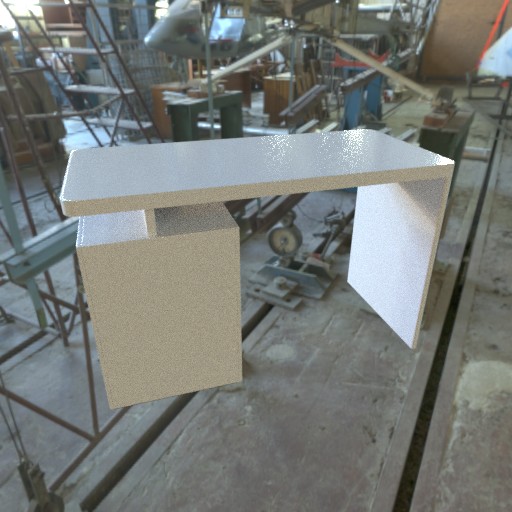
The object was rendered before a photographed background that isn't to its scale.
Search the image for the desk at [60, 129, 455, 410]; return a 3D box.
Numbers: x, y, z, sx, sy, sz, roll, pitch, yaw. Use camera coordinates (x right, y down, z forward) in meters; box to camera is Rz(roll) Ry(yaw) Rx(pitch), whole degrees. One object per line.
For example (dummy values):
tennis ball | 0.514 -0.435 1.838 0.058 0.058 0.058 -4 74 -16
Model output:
desk | 0.000 0.000 1.669 1.200 0.760 0.550 -8 29 -15
